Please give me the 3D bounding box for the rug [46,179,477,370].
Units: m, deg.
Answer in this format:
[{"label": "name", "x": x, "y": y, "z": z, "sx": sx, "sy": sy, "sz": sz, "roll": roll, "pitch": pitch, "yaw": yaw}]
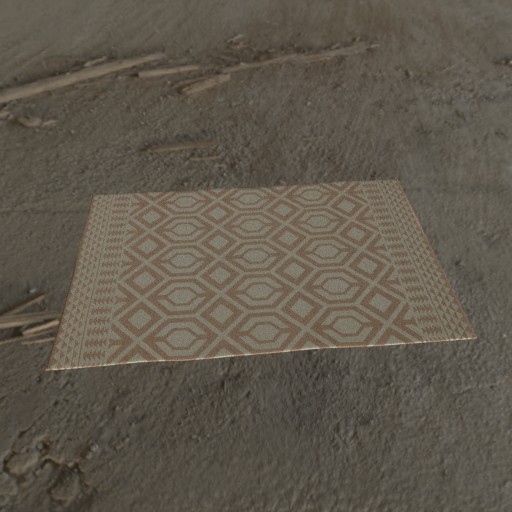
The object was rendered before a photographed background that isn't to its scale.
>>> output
[{"label": "rug", "x": 0.000, "y": 0.000, "z": 3.011, "sx": 2.435, "sy": 0.011, "sz": 1.526, "roll": -4, "pitch": 47, "yaw": -3}]
